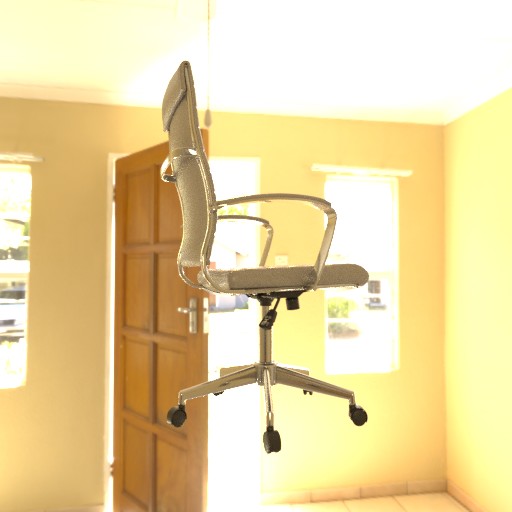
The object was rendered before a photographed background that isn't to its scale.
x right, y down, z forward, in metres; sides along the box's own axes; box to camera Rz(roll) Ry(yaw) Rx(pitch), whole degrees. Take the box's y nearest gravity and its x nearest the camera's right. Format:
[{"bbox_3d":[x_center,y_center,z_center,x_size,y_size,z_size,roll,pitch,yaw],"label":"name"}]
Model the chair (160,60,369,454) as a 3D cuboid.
[{"bbox_3d":[0.000,0.000,1.602,0.667,1.149,0.679,1,-2,-19],"label":"chair"}]
